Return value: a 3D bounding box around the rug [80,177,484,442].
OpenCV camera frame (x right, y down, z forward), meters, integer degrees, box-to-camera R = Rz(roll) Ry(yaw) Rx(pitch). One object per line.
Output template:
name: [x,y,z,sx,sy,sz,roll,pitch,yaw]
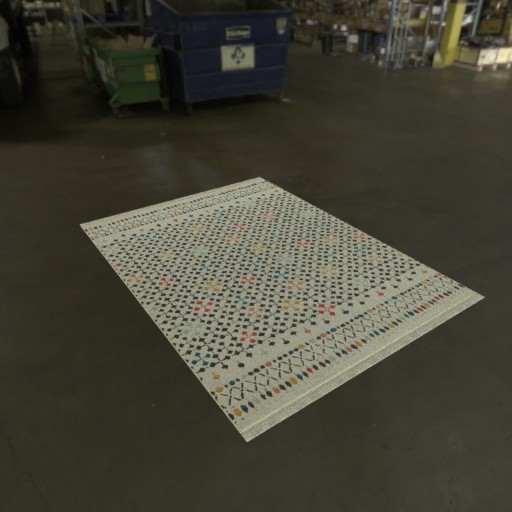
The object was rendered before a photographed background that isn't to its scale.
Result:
rug: [0.000,0.000,4.183,2.354,0.007,3.196,-20,37,-29]
